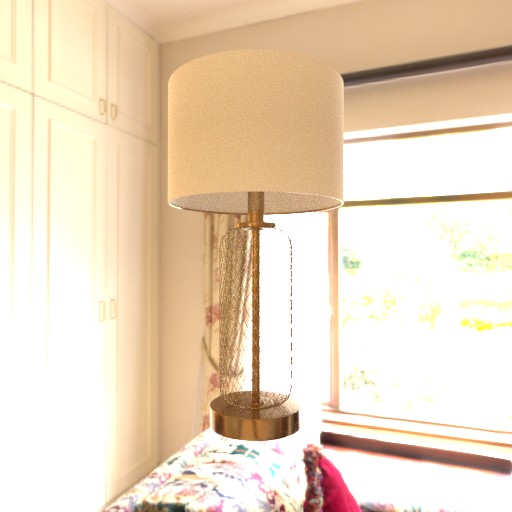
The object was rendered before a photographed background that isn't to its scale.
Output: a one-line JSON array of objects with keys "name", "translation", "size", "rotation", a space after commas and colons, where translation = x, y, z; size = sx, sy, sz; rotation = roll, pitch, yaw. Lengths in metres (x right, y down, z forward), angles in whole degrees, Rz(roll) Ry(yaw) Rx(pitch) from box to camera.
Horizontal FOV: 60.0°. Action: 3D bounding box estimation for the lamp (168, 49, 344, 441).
[{"name": "lamp", "translation": [0.000, 0.000, 0.644], "size": [0.252, 0.483, 0.252], "rotation": [0, -1, -16]}]
